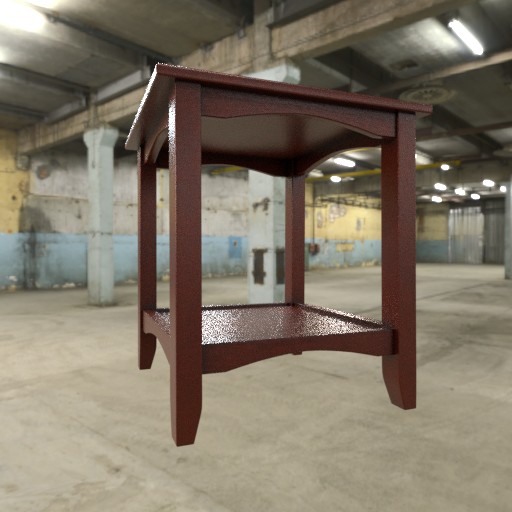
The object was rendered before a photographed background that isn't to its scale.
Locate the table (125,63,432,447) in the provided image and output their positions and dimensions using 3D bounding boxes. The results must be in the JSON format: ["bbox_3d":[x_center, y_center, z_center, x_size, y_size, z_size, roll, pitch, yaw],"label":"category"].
[{"bbox_3d":[0.000,0.000,0.959,0.522,0.558,0.523,0,1,-19],"label":"table"}]
